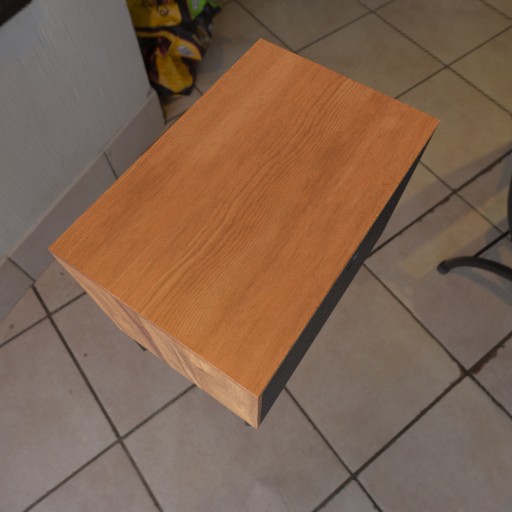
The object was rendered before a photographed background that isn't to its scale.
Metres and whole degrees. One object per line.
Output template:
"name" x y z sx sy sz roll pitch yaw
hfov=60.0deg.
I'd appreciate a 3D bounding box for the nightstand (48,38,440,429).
"nightstand" 0.000 0.000 1.051 0.427 0.615 0.613 31 67 15
